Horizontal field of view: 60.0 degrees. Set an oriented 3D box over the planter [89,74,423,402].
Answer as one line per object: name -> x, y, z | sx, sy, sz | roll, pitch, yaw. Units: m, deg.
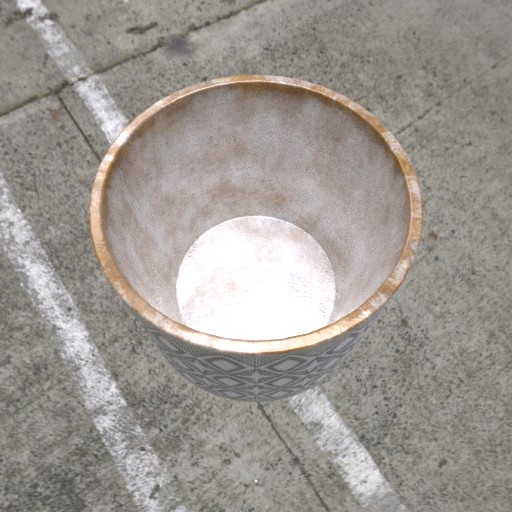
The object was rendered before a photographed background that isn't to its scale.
planter -> 0.000, 0.000, 0.440 | 0.255, 0.223, 0.255 | 0, 63, 0
